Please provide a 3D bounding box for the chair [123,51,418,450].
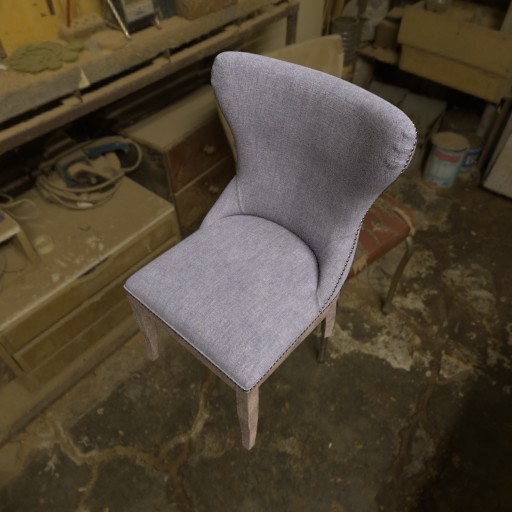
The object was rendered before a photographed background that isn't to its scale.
[{"bbox_3d":[0.000,0.000,1.414,0.654,1.002,0.681,33,55,27],"label":"chair"}]
